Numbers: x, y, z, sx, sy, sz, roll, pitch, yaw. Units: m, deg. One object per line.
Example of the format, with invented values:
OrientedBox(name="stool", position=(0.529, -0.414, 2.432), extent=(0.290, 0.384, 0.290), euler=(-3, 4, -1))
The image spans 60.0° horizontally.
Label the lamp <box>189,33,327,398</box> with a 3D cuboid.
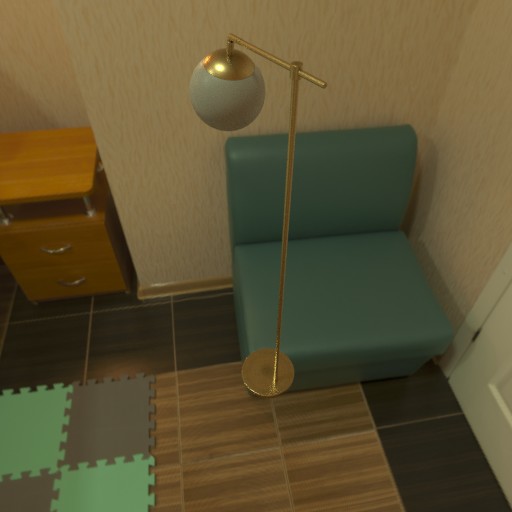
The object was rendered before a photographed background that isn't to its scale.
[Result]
OrientedBox(name="lamp", position=(0.000, 0.000, 1.617), extent=(0.249, 1.505, 0.476), euler=(-30, 54, -25))
